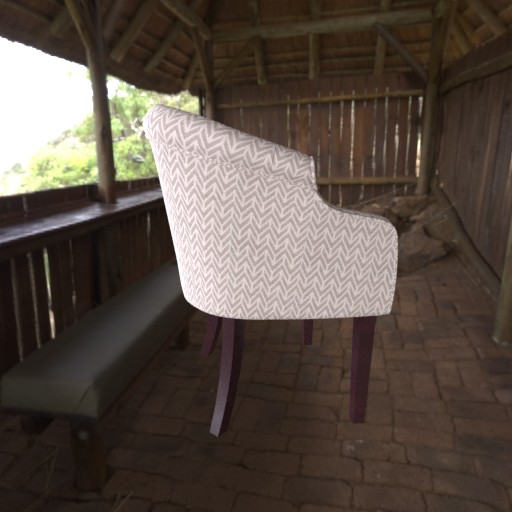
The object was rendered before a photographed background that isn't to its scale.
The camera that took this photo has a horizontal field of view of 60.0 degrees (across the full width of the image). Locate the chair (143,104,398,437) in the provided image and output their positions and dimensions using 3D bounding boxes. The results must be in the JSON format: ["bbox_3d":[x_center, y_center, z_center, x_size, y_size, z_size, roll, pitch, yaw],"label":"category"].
[{"bbox_3d":[0.000,0.000,1.336,0.613,0.858,0.686,-3,15,-10],"label":"chair"}]
